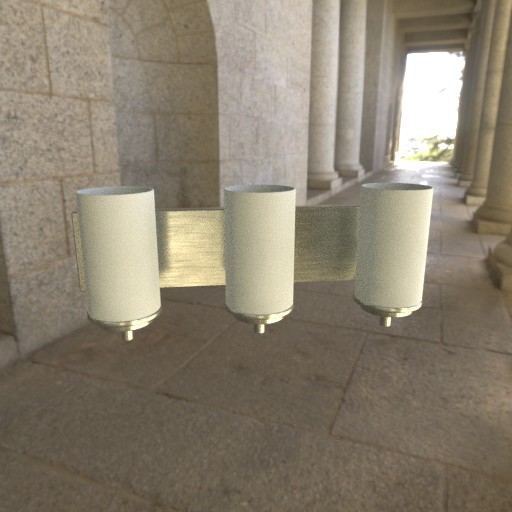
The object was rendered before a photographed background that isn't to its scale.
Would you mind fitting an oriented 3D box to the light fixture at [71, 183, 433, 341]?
[{"bbox_3d":[0.000,0.000,0.542,0.451,0.172,0.145,-2,15,-7],"label":"light fixture"}]
